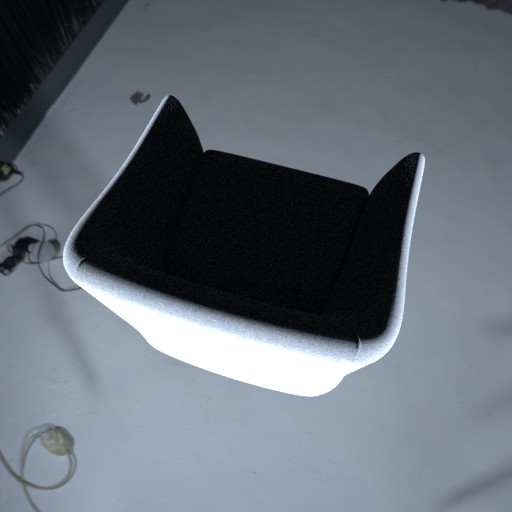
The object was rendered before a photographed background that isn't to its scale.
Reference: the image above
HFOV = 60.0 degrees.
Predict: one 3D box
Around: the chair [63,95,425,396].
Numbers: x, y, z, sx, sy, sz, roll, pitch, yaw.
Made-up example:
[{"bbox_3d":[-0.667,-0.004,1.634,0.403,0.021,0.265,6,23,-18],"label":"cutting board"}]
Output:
[{"bbox_3d":[0.000,0.000,1.334,0.790,0.720,0.700,15,64,8],"label":"chair"}]
